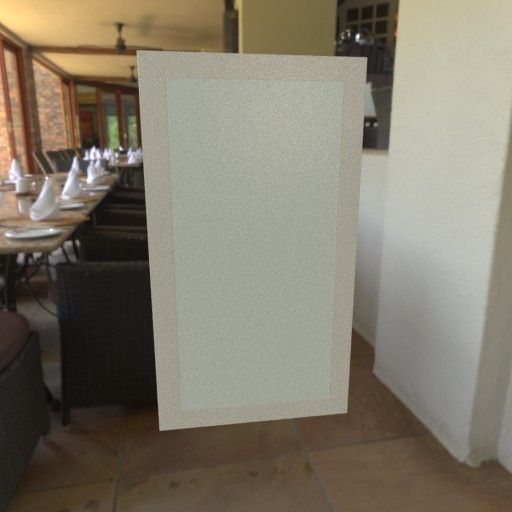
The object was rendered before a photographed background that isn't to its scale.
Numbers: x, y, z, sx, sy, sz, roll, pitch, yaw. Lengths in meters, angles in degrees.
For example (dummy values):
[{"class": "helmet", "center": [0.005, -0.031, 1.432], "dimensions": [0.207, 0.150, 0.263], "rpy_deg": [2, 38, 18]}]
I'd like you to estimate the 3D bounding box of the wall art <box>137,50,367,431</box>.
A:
[{"class": "wall art", "center": [0.000, 0.000, 0.812], "dimensions": [0.380, 0.683, 0.013], "rpy_deg": [-2, 14, -9]}]
